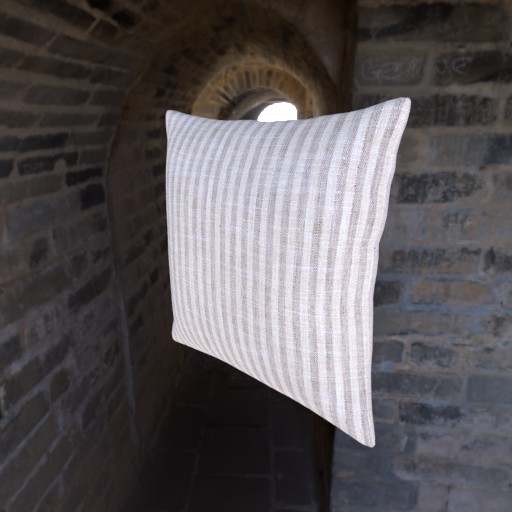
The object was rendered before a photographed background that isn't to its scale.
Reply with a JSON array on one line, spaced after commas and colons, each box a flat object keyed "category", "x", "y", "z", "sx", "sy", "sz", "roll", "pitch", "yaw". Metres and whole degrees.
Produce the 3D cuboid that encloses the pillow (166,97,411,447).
[{"category": "pillow", "x": 0.000, "y": 0.000, "z": 0.790, "sx": 0.523, "sy": 0.510, "sz": 0.166, "roll": 15, "pitch": 22, "yaw": 42}]
